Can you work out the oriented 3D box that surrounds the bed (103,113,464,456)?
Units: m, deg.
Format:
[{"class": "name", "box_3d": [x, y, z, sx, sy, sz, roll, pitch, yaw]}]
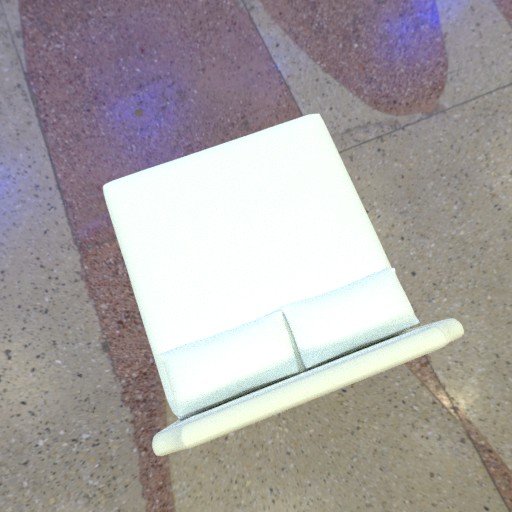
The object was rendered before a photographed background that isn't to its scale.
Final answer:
[{"class": "bed", "box_3d": [0.000, 0.000, 3.505, 2.160, 1.301, 2.204, -20, 76, -5]}]
